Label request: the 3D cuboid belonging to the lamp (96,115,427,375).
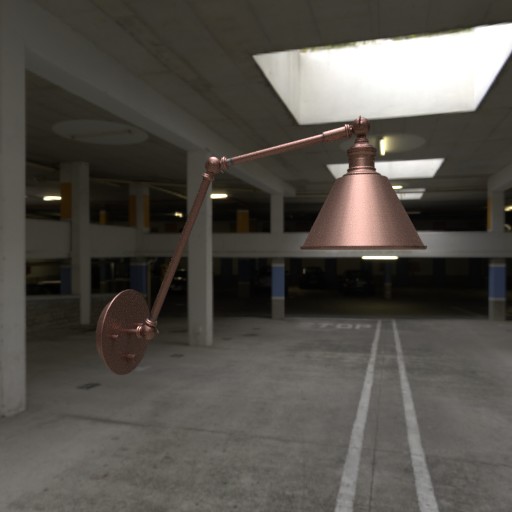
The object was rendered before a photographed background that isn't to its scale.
[{"bbox_3d":[0.000,0.000,0.865,0.624,0.502,0.223,0,0,16],"label":"lamp"}]
